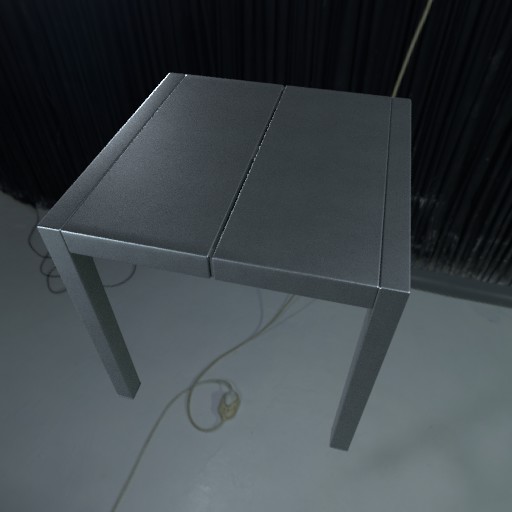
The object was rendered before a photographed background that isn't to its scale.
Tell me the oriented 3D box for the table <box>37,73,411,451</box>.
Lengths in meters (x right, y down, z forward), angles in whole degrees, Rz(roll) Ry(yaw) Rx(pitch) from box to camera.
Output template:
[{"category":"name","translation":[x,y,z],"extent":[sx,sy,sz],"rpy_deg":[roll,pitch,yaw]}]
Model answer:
[{"category":"table","translation":[0.000,0.000,0.927],"extent":[0.508,0.508,0.508],"rpy_deg":[10,47,9]}]
